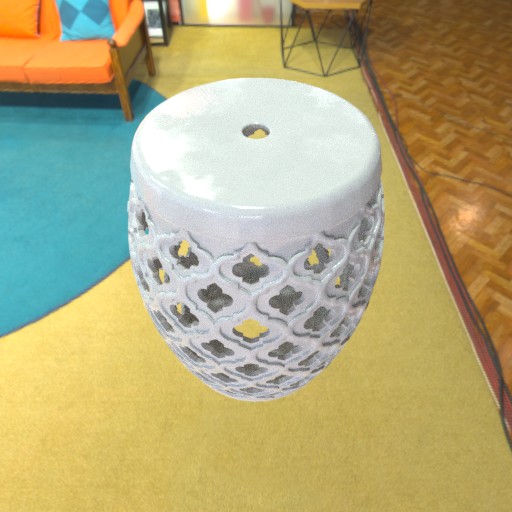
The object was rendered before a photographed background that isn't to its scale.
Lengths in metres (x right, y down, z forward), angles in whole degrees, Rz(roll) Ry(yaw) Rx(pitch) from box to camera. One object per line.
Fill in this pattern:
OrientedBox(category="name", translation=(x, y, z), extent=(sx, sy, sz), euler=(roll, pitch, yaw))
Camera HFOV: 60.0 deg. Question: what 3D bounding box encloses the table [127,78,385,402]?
OrientedBox(category="table", translation=(0.000, 0.000, 0.610), extent=(0.325, 0.388, 0.325), euler=(0, 47, 0))
